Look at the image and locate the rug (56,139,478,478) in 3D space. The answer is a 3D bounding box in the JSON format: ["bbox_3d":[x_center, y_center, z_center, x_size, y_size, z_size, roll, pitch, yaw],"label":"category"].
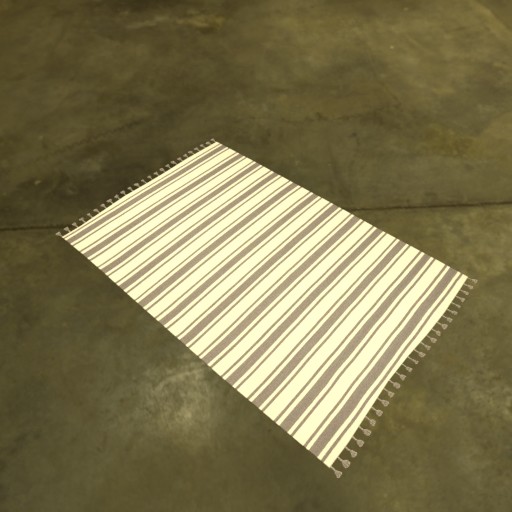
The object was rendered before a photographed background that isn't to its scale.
[{"bbox_3d":[0.000,0.000,2.972,2.425,0.014,1.563,34,56,26],"label":"rug"}]
